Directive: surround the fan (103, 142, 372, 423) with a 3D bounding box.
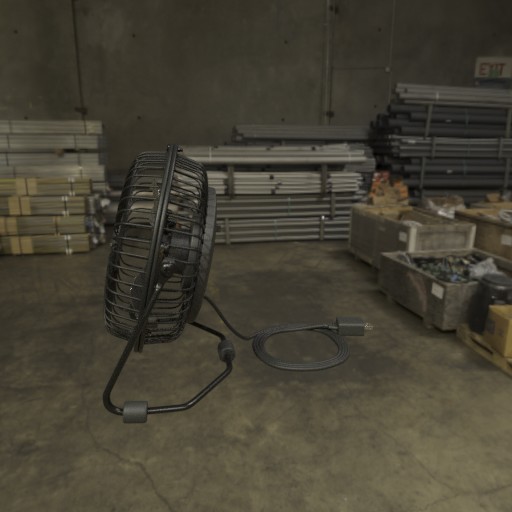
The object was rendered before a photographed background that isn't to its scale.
[{"bbox_3d":[0.000,0.000,0.307,0.202,0.152,0.153,-2,14,-9],"label":"fan"}]
